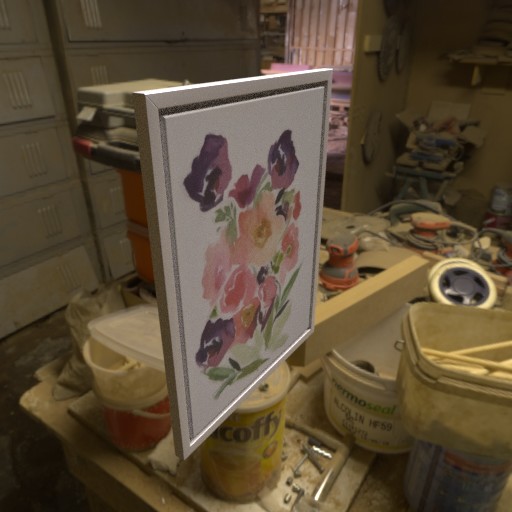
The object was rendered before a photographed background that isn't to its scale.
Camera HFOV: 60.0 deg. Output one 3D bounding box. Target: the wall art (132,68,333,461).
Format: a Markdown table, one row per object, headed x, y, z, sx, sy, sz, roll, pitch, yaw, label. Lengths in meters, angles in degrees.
| x | y | z | sx | sy | sz | roll | pitch | yaw | label |
| --- | --- | --- | --- | --- | --- | --- | --- | --- | --- |
| 0.000 | 0.000 | 1.410 | 0.042 | 1.056 | 0.805 | 18 | 32 | 32 | wall art |
